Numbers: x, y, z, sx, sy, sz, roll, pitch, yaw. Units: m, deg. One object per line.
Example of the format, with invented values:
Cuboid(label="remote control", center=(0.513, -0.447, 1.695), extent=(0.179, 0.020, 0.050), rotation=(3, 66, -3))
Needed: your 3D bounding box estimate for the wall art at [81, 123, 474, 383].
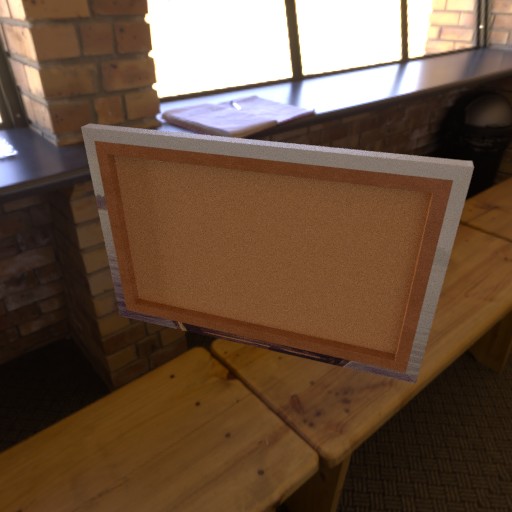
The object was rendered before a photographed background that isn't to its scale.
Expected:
Cuboid(label="wall art", center=(0.000, 0.000, 1.167), extent=(0.916, 0.609, 0.037), rotation=(10, 33, 15))
